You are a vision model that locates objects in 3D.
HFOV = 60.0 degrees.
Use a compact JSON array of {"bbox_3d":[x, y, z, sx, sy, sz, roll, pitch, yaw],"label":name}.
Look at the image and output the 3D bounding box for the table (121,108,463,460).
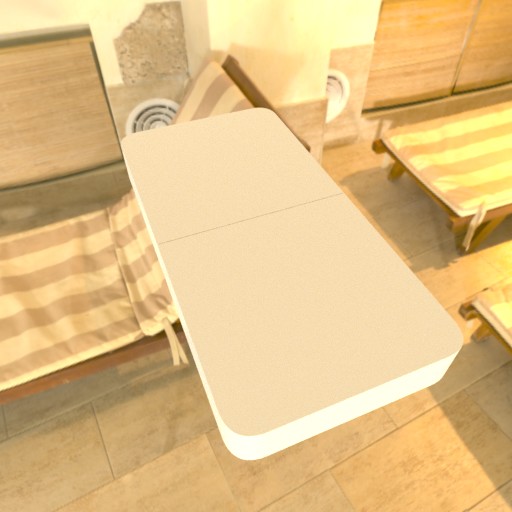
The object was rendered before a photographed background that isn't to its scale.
[{"bbox_3d":[0.000,0.000,1.444,0.600,0.340,1.200,-17,49,-15],"label":"table"}]
